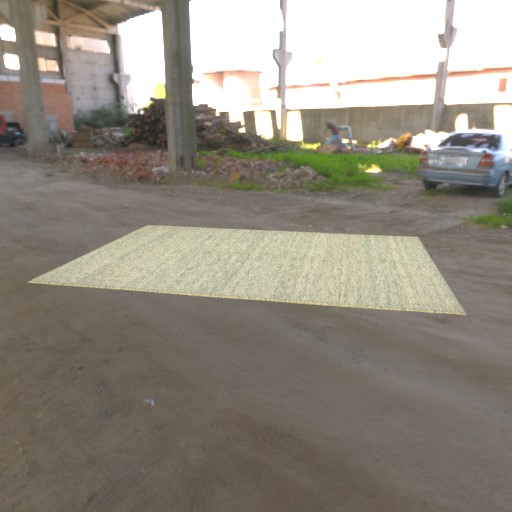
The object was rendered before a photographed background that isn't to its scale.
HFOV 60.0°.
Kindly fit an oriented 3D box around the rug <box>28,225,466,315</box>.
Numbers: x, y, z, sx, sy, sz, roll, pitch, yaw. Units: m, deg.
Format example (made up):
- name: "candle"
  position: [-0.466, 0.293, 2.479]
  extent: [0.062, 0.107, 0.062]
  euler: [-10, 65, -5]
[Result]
- name: "rug"
  position: [0.000, 0.000, 2.412]
  extent: [1.850, 0.015, 1.250]
  euler: [3, 16, 11]
